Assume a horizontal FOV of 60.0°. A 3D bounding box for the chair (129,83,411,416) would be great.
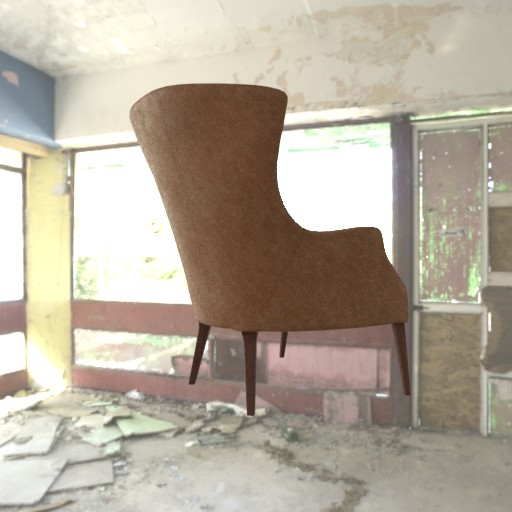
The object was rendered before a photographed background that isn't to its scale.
[{"bbox_3d":[0.000,0.000,1.760,0.955,1.067,0.846,0,0,-35],"label":"chair"}]
